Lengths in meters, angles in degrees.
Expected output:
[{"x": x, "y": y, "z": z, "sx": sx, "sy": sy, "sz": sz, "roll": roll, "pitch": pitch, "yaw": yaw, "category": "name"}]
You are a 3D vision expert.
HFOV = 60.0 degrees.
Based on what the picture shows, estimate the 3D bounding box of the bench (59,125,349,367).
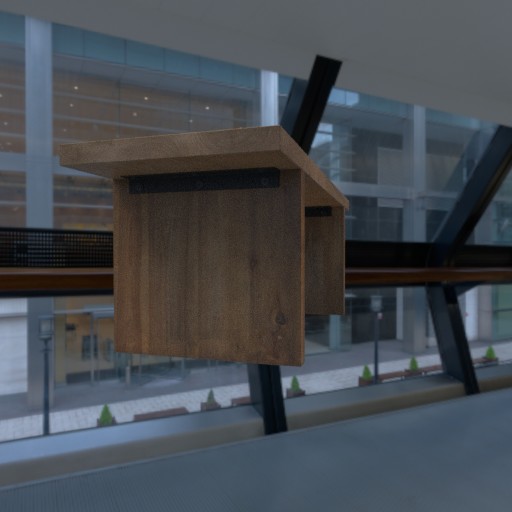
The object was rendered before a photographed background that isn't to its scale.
[{"x": 0.000, "y": 0.000, "z": 1.390, "sx": 0.458, "sy": 0.458, "sz": 1.183, "roll": 0, "pitch": 1, "yaw": 17, "category": "bench"}]
